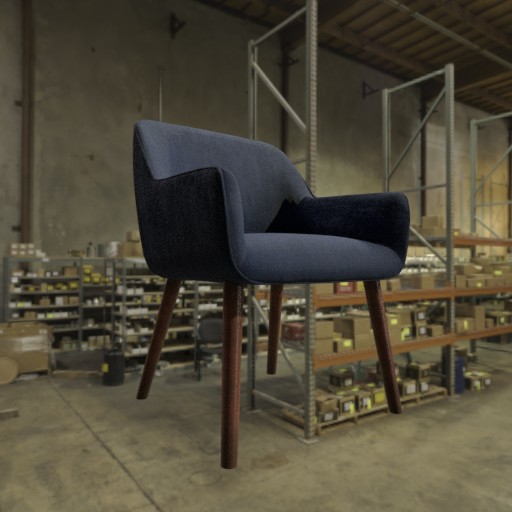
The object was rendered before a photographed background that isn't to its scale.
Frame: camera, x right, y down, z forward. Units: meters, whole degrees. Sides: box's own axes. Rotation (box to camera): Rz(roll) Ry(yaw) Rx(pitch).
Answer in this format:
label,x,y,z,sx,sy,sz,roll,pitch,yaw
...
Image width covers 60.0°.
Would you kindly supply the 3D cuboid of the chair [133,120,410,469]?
label,x,y,z,sx,sy,sz,roll,pitch,yaw
chair,0.000,0.000,1.233,0.600,0.820,0.600,0,-1,-36
